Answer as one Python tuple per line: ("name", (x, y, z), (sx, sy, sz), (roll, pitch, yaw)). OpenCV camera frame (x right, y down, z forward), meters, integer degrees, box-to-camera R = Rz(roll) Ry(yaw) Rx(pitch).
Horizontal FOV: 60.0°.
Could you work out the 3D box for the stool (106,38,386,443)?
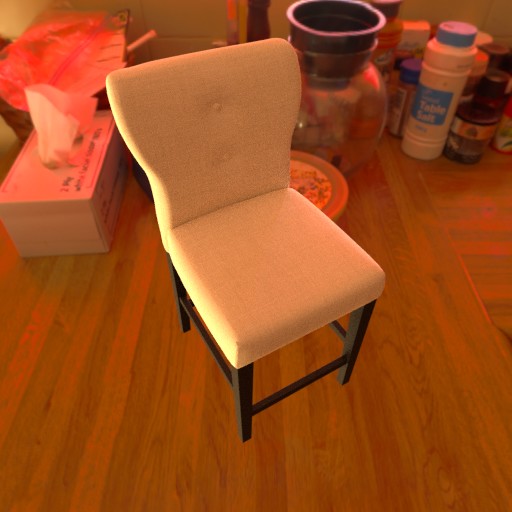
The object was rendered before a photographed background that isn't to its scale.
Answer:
("stool", (0.000, 0.000, 1.286), (0.514, 0.972, 0.603), (-22, 50, -21))
